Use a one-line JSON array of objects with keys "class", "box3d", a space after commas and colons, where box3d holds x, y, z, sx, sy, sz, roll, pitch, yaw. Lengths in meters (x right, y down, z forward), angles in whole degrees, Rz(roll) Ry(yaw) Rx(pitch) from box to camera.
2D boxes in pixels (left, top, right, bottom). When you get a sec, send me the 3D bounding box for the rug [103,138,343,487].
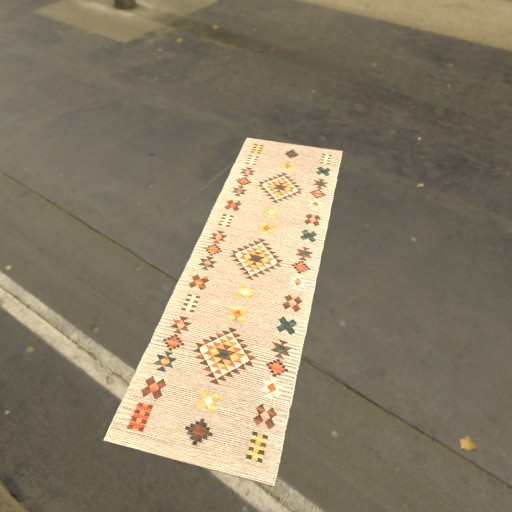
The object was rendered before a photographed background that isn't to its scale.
[{"class": "rug", "box3d": [0.000, 0.000, 2.658, 0.766, 0.008, 2.432, 10, 48, 9]}]
